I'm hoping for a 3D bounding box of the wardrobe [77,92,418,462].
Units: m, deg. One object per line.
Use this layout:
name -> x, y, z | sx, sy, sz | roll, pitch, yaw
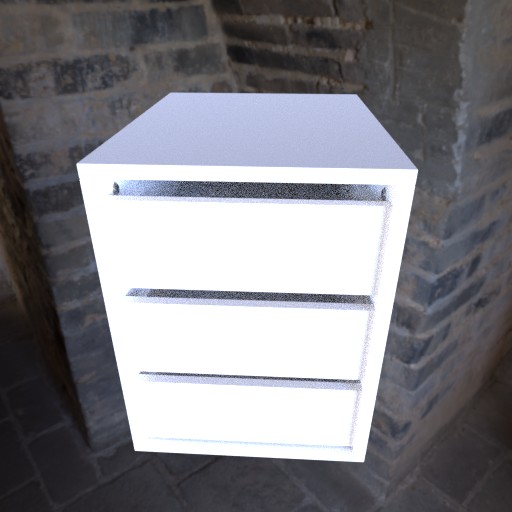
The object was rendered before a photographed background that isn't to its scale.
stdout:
wardrobe -> 0.000, 0.000, 0.861 | 0.400, 0.520, 0.500 | 2, 29, 3
